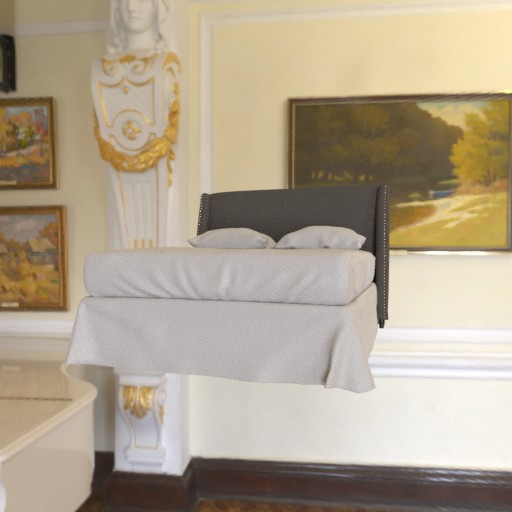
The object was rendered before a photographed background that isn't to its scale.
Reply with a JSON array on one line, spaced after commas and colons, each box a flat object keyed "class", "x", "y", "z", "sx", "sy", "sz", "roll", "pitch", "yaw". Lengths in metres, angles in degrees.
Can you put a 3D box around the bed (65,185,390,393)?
[{"class": "bed", "x": 0.000, "y": 0.000, "z": 3.448, "sx": 1.925, "sy": 1.332, "sz": 2.276, "roll": 0, "pitch": 1, "yaw": 19}]
